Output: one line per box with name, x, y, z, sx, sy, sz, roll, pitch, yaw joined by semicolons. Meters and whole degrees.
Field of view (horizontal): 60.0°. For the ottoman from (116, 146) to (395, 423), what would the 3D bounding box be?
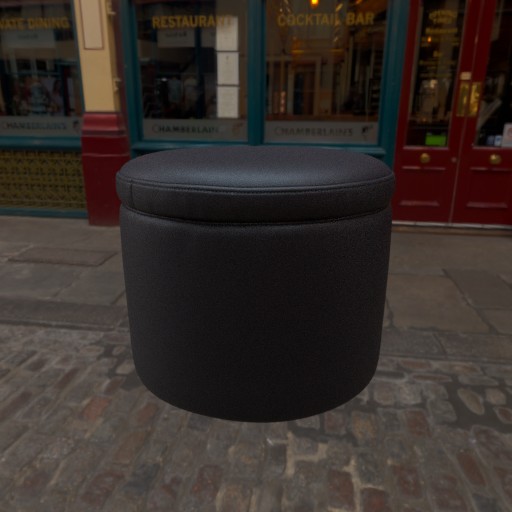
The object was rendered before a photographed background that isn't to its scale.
ottoman;0.000;0.000;0.872;0.501;0.409;0.501;0;17;0
